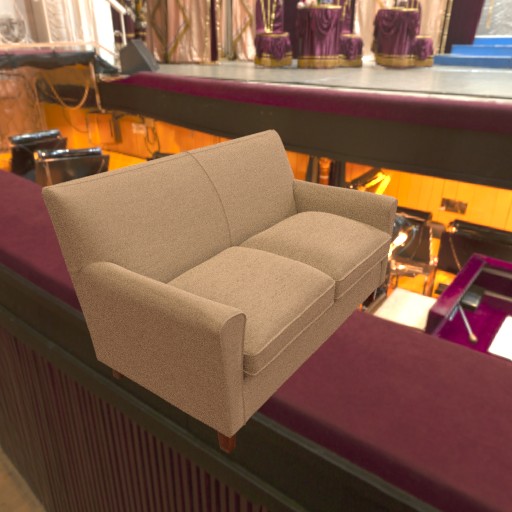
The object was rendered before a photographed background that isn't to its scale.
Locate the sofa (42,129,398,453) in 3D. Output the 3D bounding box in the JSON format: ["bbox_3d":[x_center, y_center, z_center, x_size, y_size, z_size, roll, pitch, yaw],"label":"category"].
[{"bbox_3d":[0.000,0.000,2.113,0.891,0.892,1.482,18,31,32],"label":"sofa"}]
